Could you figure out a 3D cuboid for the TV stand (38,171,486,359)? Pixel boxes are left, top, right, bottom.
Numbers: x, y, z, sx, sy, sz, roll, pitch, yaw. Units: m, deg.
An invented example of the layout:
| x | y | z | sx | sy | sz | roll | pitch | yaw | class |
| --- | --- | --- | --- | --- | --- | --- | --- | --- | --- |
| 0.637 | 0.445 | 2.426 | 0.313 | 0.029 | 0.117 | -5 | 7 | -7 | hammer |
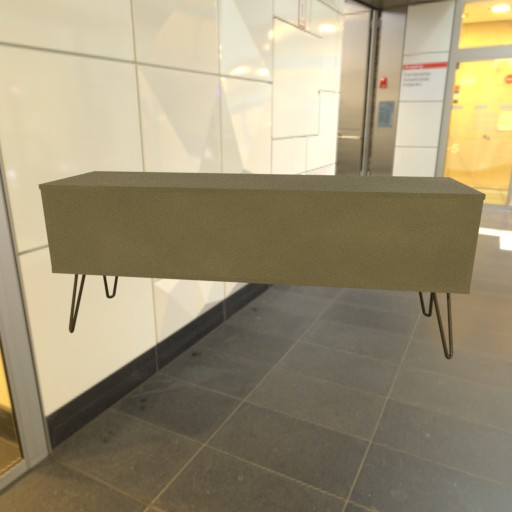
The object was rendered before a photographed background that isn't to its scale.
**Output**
| x | y | z | sx | sy | sz | roll | pitch | yaw | class |
| --- | --- | --- | --- | --- | --- | --- | --- | --- | --- |
| 0.000 | 0.000 | 1.649 | 1.400 | 0.560 | 0.400 | 2 | 18 | 8 | TV stand |
